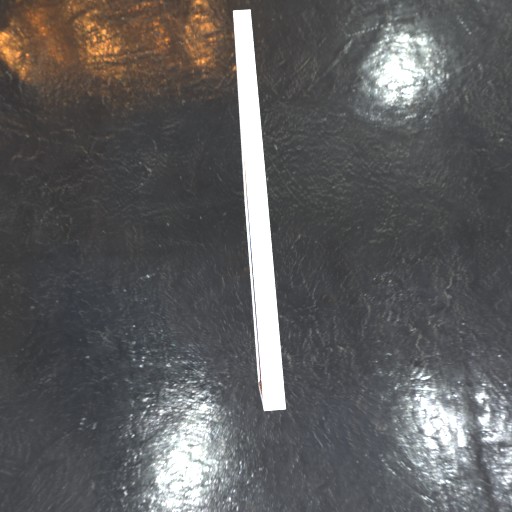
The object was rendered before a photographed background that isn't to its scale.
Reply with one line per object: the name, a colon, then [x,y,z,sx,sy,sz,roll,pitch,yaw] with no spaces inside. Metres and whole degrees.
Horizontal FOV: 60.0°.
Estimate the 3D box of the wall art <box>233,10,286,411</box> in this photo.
wall art: [0.000,0.000,1.337,0.039,1.050,0.795,-4,76,-1]
